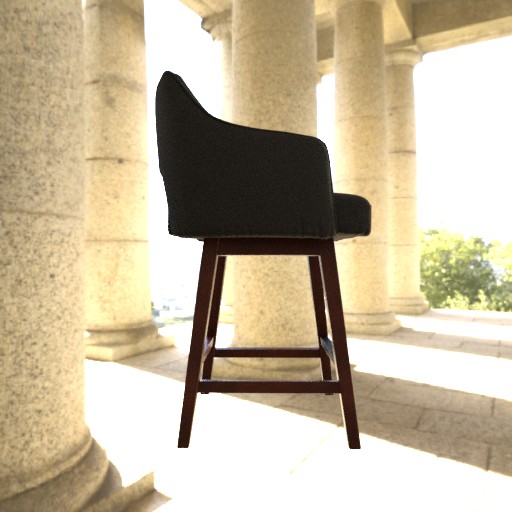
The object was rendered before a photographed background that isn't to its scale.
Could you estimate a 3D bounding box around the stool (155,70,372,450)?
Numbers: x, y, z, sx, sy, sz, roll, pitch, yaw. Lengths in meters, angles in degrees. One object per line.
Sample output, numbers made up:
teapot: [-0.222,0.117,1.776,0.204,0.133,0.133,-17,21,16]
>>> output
stool: [0.000,0.000,1.261,0.558,0.912,0.548,0,0,1]
